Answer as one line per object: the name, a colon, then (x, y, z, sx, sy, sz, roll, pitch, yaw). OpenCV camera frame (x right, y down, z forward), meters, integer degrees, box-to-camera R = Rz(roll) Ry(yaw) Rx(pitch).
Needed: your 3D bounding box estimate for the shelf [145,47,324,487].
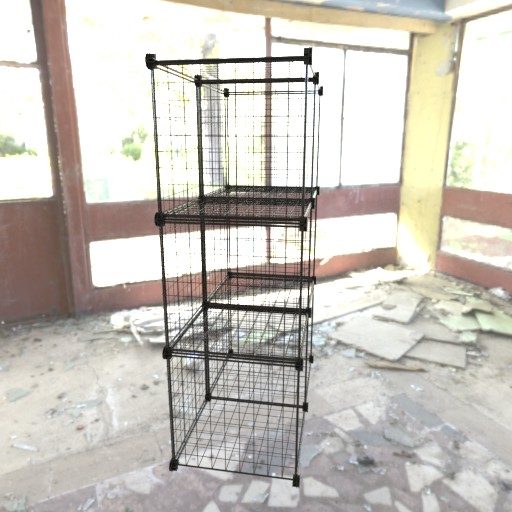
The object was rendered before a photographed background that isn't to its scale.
shelf: (0.000, 0.000, 1.386, 0.356, 1.067, 0.711, 3, 15, 10)
